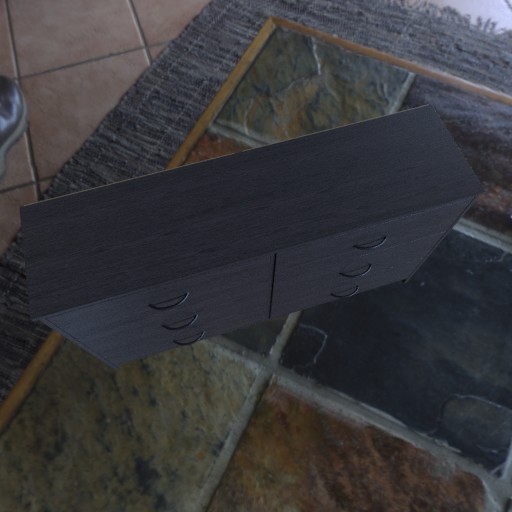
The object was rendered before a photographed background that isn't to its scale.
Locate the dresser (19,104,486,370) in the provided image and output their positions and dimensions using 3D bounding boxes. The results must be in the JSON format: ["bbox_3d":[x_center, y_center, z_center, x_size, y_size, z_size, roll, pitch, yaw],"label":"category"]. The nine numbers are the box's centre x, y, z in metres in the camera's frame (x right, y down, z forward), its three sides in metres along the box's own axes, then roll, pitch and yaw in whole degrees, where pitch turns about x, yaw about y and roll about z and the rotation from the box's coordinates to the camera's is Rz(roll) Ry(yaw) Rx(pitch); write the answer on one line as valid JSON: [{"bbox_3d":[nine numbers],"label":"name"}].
[{"bbox_3d":[0.000,0.000,1.673,1.360,0.755,0.401,-16,66,-7],"label":"dresser"}]
